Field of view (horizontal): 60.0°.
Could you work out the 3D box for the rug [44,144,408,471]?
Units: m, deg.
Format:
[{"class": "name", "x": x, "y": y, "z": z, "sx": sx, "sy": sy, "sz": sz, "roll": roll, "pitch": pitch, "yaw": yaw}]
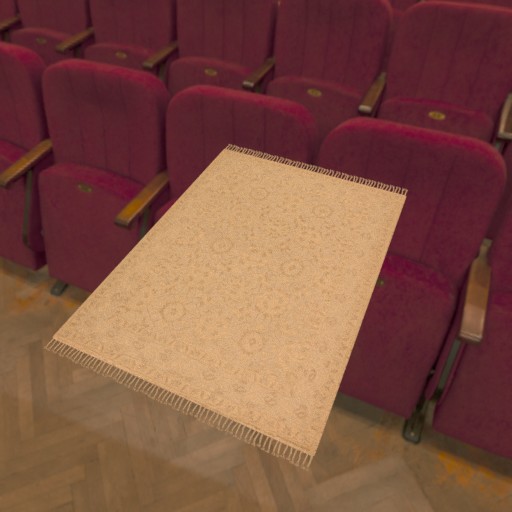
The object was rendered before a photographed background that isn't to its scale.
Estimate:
[{"class": "rug", "x": 0.000, "y": 0.000, "z": 2.306, "sx": 1.223, "sy": 0.015, "sz": 1.771, "roll": 18, "pitch": 49, "yaw": 17}]
